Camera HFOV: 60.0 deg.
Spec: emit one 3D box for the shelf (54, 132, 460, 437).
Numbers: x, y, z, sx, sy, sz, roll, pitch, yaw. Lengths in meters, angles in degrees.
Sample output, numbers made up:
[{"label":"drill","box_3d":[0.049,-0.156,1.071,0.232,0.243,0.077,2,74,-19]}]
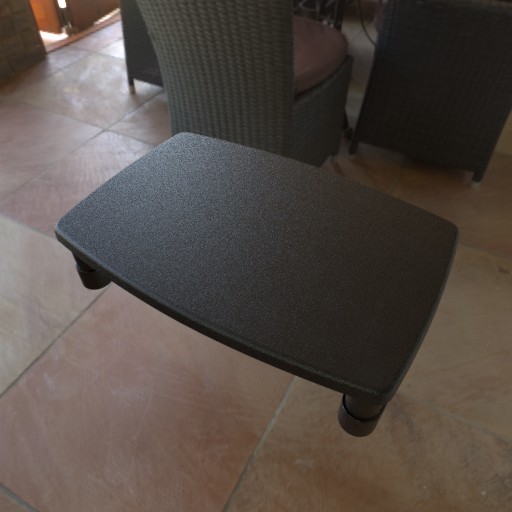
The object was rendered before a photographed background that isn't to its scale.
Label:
[{"label":"shelf","box_3d":[0.000,0.000,0.528,0.410,0.100,0.280,24,50,21]}]
